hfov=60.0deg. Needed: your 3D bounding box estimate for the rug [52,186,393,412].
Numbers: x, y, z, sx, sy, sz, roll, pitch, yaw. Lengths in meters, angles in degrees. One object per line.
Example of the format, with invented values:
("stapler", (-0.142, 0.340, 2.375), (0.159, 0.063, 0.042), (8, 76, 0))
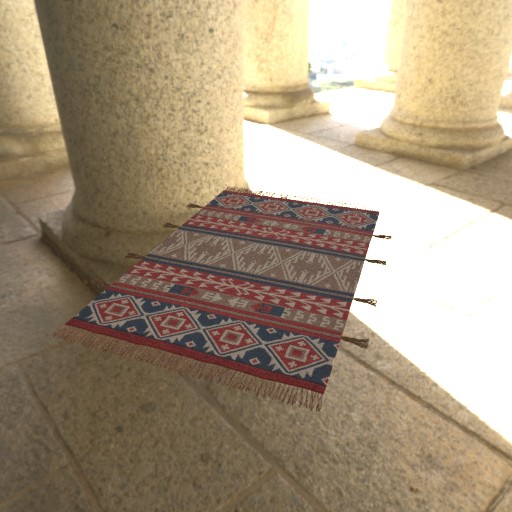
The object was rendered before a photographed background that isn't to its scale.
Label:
("rug", (0.000, 0.000, 3.163), (1.778, 0.048, 2.450), (10, 31, 18))
